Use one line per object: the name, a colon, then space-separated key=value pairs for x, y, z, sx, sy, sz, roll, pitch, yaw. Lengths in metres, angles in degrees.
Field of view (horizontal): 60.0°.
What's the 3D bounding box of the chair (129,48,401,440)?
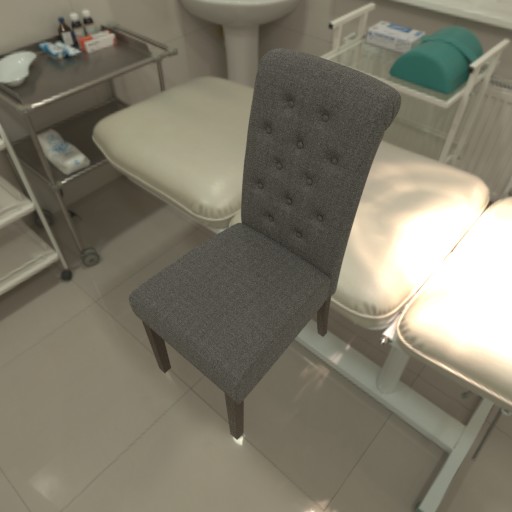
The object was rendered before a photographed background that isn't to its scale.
chair: x=0.000 y=0.000 z=1.365 sx=0.456 sy=1.006 sz=0.671 roll=33 pitch=55 yaw=27
